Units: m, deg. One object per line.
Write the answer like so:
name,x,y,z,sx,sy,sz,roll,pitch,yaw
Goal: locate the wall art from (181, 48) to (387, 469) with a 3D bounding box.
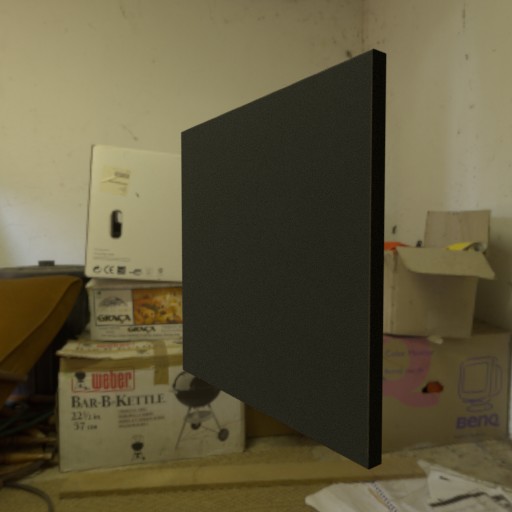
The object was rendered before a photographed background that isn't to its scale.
wall art,0.000,0.000,0.446,0.015,0.303,0.304,-2,3,-36
